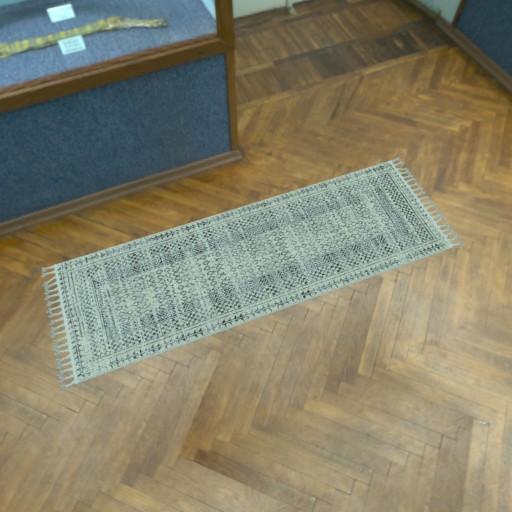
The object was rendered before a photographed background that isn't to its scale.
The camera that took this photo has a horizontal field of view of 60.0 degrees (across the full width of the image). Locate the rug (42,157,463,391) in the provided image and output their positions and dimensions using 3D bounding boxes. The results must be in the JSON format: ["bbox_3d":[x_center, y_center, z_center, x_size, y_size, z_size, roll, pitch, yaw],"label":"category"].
[{"bbox_3d":[0.000,0.000,2.692,2.480,0.013,0.786,-19,61,-11],"label":"rug"}]
